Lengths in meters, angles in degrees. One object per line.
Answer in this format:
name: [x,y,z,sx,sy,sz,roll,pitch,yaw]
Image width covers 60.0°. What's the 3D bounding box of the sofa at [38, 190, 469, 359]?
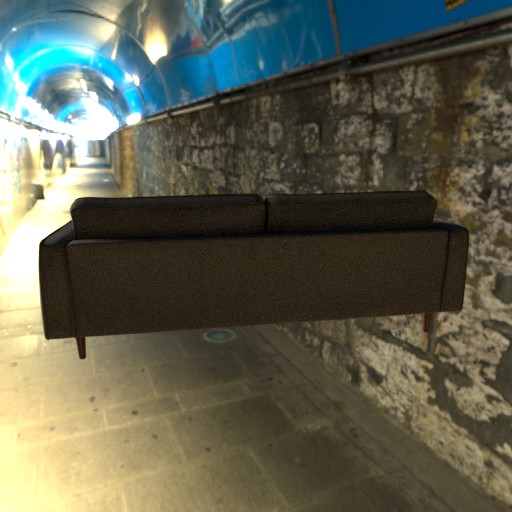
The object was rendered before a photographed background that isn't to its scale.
sofa: [0.000,0.000,2.712,2.295,0.813,0.923,-2,14,-10]
